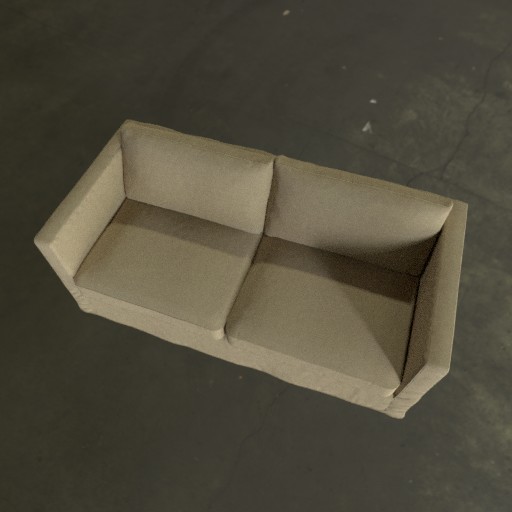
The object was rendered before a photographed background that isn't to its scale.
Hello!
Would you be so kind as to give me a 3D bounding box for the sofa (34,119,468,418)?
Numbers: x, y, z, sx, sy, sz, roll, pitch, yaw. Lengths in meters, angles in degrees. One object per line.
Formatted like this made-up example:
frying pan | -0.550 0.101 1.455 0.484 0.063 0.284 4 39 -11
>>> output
sofa | 0.000 0.000 2.379 1.959 0.835 0.962 16 58 11
